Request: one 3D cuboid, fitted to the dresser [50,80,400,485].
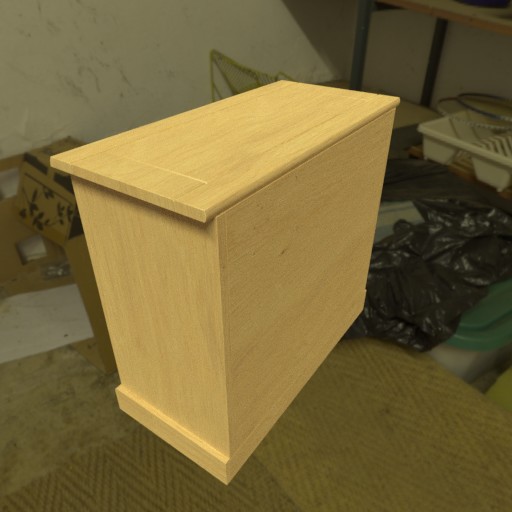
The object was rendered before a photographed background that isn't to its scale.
[{"bbox_3d":[0.000,0.000,1.379,0.440,0.835,0.915,21,39,29],"label":"dresser"}]
